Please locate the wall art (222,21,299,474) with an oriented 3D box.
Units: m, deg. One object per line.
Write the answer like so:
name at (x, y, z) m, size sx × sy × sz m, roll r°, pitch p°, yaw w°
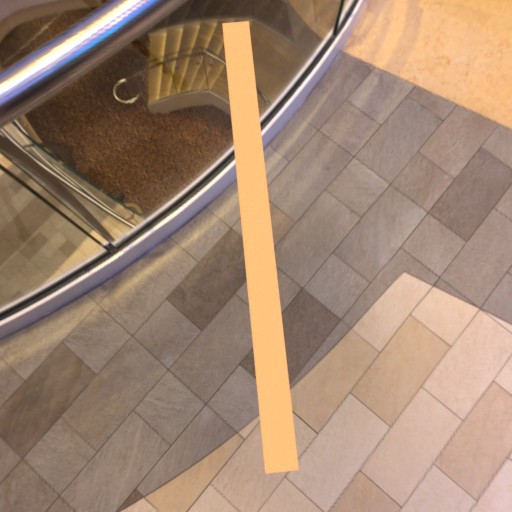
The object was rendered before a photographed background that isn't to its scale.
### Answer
wall art at (0.000, 0.000, 0.777) m, size 0.039 × 0.407 × 0.609 m, roll -5°, pitch 77°, yaw -1°
